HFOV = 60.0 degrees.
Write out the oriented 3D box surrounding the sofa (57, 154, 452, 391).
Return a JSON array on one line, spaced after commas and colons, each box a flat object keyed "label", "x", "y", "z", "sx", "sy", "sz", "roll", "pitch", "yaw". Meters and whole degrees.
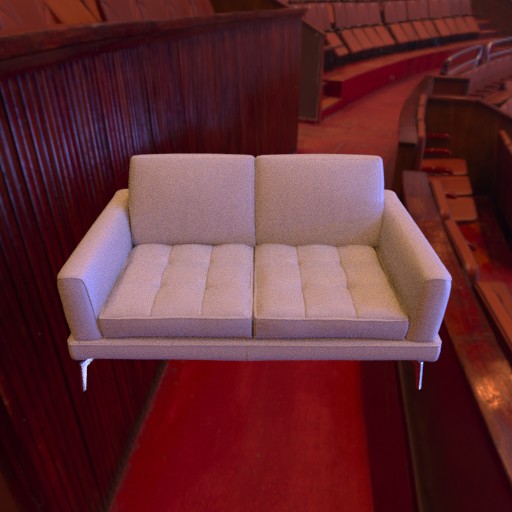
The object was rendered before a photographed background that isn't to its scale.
[{"label": "sofa", "x": 0.000, "y": 0.000, "z": 2.468, "sx": 1.819, "sy": 0.930, "sz": 1.121, "roll": 0, "pitch": 30, "yaw": 0}]
